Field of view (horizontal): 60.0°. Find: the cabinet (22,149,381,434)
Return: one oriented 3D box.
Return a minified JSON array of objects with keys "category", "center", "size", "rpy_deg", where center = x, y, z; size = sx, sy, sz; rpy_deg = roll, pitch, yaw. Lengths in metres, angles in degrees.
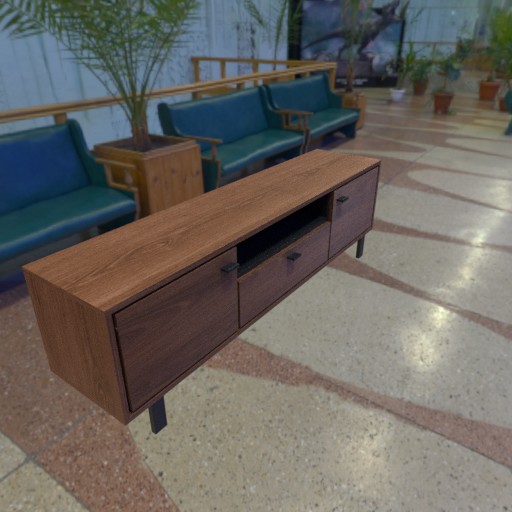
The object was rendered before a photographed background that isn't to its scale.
[{"category":"cabinet","center":[0.000,0.000,1.832],"size":[0.400,0.500,1.650],"rpy_deg":[19,33,32]}]
